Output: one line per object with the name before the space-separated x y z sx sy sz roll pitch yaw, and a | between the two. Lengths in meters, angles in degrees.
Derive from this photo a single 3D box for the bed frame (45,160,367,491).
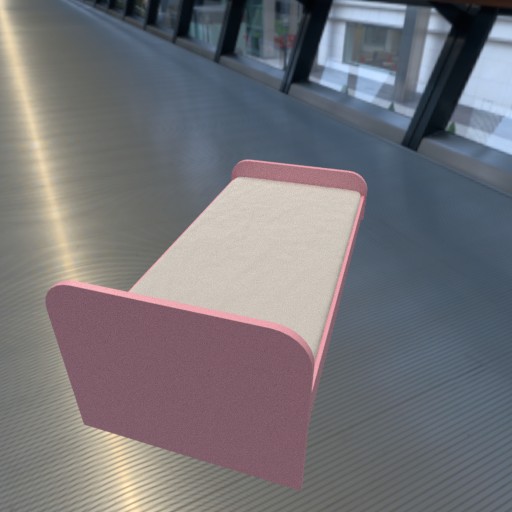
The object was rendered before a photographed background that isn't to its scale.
bed frame | 0.000 0.000 2.440 0.998 0.805 1.963 10 34 15
